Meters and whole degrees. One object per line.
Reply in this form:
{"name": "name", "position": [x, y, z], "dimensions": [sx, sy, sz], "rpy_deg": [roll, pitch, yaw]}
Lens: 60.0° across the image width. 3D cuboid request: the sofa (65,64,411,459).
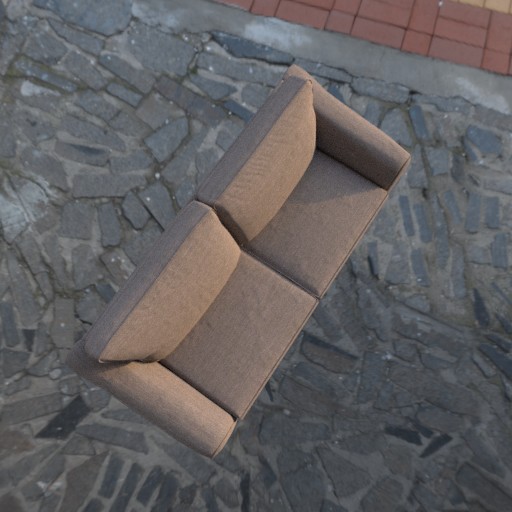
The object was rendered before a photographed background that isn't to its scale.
{"name": "sofa", "position": [0.000, 0.000, 2.793], "dimensions": [0.980, 0.965, 2.270], "rpy_deg": [34, 78, 8]}
